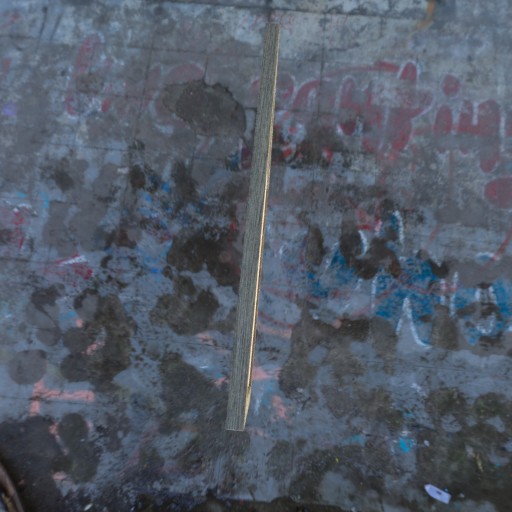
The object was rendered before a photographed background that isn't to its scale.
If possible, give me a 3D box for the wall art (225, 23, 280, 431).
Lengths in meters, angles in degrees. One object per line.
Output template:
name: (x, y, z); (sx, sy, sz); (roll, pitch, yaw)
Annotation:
wall art: (0.000, 0.000, 0.770); (0.019, 0.508, 0.508); (5, 76, 1)
